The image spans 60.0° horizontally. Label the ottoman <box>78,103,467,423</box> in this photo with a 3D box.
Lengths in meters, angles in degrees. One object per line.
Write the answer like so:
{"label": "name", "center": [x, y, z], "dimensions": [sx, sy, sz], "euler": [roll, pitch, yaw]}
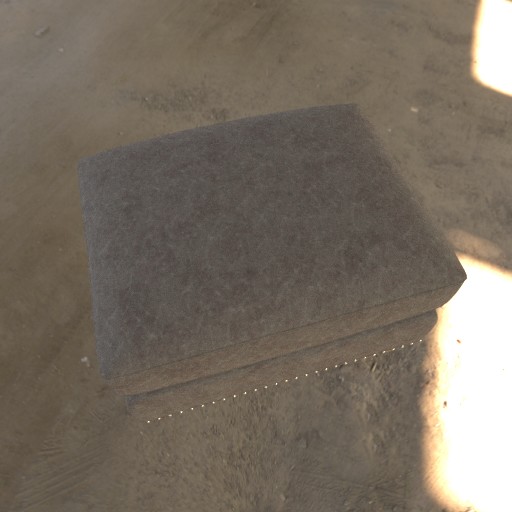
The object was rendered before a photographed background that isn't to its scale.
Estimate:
{"label": "ottoman", "center": [0.000, 0.000, 1.123], "dimensions": [0.741, 0.513, 0.584], "euler": [-14, 59, -9]}
